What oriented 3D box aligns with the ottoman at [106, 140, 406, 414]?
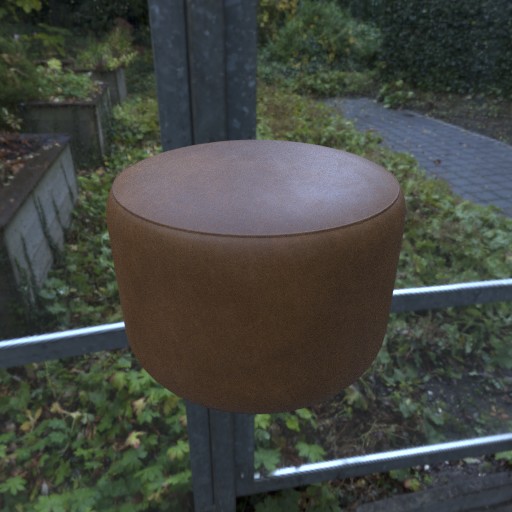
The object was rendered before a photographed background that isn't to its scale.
[{"bbox_3d":[0.000,0.000,0.999,0.607,0.438,0.607,0,28,0],"label":"ottoman"}]
